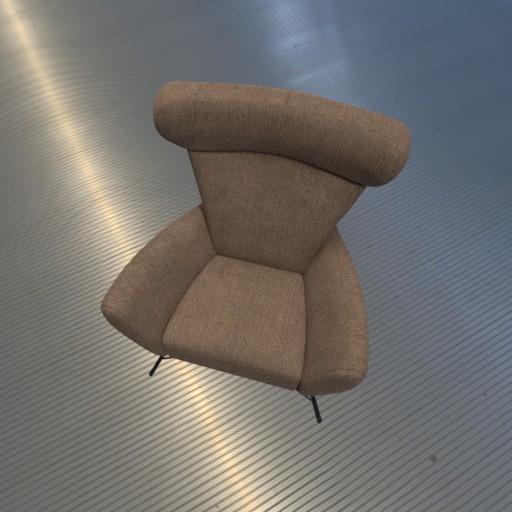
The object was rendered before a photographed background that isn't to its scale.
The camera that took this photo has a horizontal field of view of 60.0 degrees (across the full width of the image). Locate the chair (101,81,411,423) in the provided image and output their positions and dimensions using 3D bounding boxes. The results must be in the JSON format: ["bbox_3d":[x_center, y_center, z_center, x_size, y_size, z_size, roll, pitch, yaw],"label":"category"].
[{"bbox_3d":[0.000,0.000,1.776,0.980,1.040,0.900,13,59,8],"label":"chair"}]
